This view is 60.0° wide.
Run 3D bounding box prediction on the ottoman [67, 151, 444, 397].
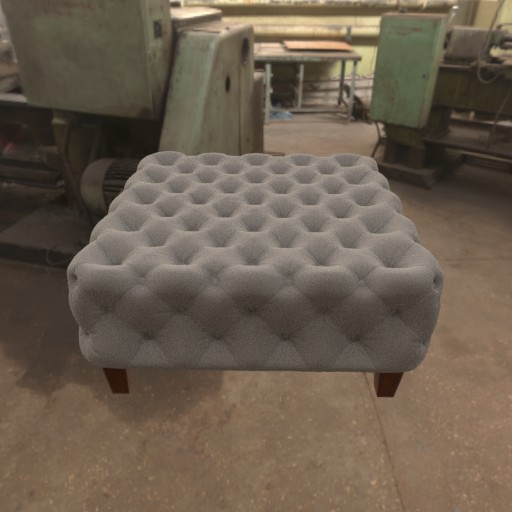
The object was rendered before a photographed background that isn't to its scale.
[{"bbox_3d":[0.000,0.000,1.459,0.917,0.439,0.911,1,31,1],"label":"ottoman"}]
